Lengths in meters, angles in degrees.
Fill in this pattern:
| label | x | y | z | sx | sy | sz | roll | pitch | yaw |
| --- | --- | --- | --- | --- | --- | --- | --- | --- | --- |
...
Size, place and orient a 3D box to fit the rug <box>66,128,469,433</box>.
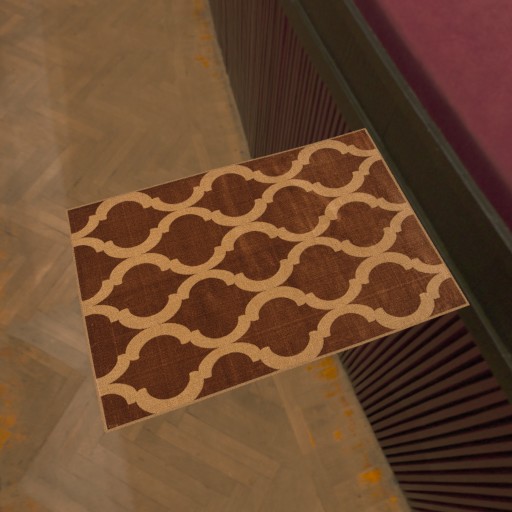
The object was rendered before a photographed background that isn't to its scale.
| label | x | y | z | sx | sy | sz | roll | pitch | yaw |
| --- | --- | --- | --- | --- | --- | --- | --- | --- | --- |
| rug | 0.000 | 0.000 | 2.906 | 2.290 | 0.014 | 1.526 | -17 | 65 | -8 |
